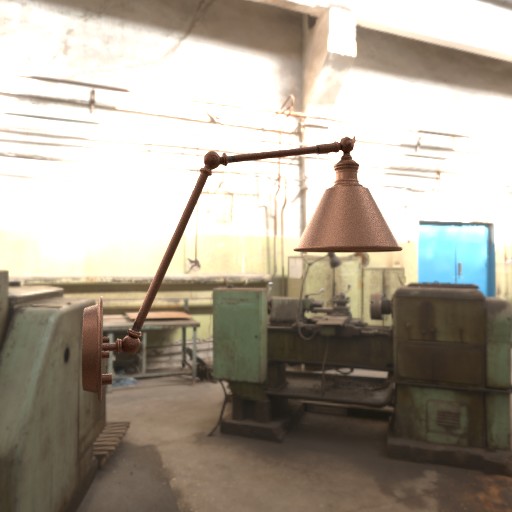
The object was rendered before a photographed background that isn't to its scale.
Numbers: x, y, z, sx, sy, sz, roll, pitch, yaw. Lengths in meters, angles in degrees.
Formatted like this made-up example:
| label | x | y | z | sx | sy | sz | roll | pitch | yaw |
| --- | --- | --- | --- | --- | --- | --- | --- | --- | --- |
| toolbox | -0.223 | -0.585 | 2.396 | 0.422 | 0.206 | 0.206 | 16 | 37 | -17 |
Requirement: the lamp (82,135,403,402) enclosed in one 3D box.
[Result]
| label | x | y | z | sx | sy | sz | roll | pitch | yaw |
| --- | --- | --- | --- | --- | --- | --- | --- | --- | --- |
| lamp | 0.000 | 0.000 | 0.866 | 0.624 | 0.502 | 0.223 | 0 | -2 | -19 |
